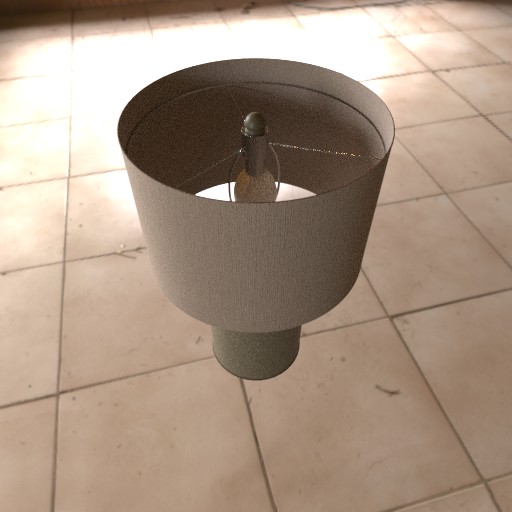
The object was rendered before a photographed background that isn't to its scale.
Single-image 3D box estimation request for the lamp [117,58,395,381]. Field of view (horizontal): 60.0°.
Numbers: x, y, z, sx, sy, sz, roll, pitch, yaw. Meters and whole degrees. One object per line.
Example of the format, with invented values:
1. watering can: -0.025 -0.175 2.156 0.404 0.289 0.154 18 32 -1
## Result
1. lamp: 0.000 0.000 0.693 0.318 0.486 0.318 0 47 0
